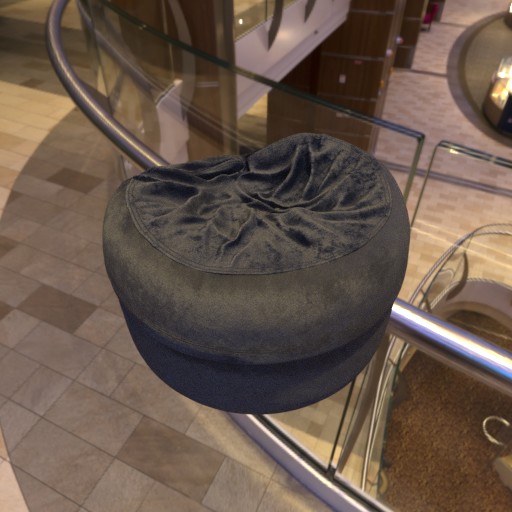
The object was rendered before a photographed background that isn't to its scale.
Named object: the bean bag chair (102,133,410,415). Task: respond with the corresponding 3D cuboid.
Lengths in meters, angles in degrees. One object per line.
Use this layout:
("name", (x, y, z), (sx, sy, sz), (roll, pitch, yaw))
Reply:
("bean bag chair", (0.000, 0.000, 1.454), (0.918, 0.605, 0.918), (0, 43, 0))
